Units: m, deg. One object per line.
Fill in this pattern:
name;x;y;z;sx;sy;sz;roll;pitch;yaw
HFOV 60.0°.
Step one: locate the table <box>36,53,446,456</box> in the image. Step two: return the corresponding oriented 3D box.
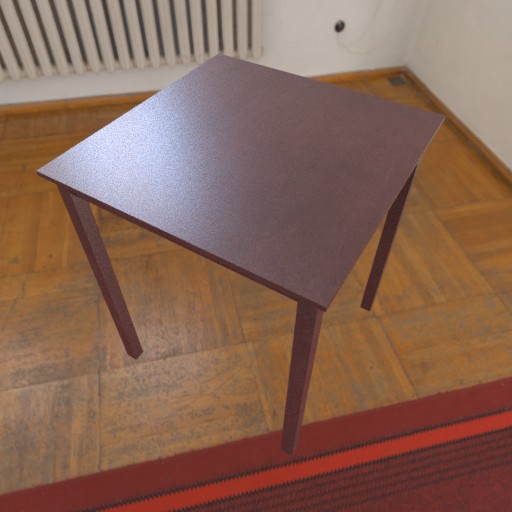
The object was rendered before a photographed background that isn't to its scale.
table;0.000;0.000;1.654;0.861;0.991;0.861;24;52;21
